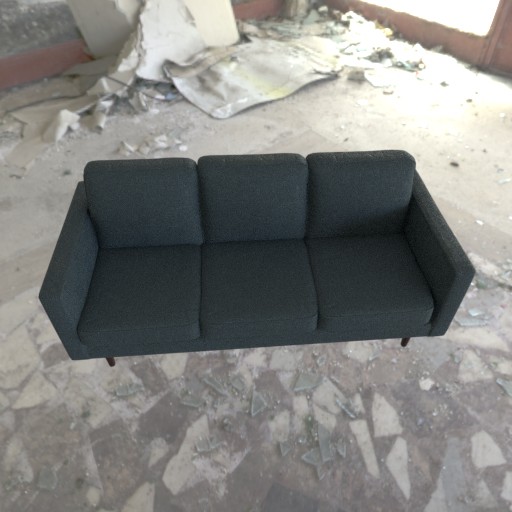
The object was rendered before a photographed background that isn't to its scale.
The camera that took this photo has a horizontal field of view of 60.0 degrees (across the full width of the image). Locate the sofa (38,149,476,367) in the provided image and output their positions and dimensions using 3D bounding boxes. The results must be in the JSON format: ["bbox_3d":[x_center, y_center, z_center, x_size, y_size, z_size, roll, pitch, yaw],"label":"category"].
[{"bbox_3d":[0.000,0.000,2.480,2.013,0.945,0.935,-3,45,-3],"label":"sofa"}]
